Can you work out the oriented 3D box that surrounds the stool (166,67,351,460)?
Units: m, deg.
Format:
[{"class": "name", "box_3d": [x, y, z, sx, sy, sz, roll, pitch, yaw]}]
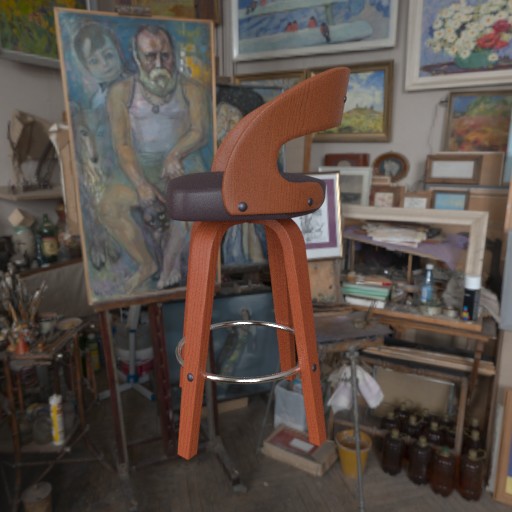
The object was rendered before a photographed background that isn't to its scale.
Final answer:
[{"class": "stool", "box_3d": [0.000, 0.000, 1.195, 0.457, 0.940, 0.457, -2, 13, -9]}]
